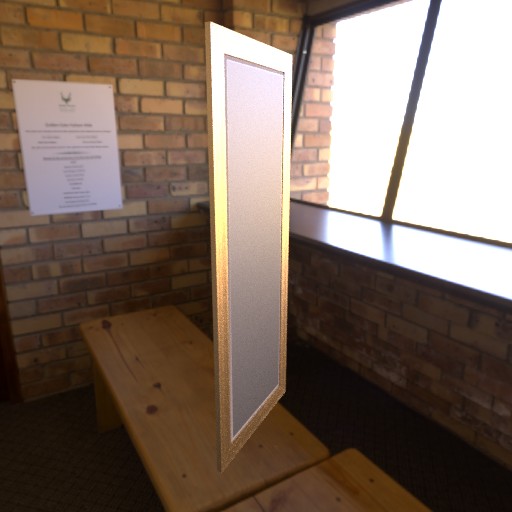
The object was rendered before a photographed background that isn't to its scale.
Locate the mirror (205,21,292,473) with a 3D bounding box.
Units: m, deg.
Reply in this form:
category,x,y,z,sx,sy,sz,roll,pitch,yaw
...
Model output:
category,x,y,z,sx,sy,sz,roll,pitch,yaw
mirror,0.000,0.000,2.292,0.025,2.031,0.812,8,17,26
